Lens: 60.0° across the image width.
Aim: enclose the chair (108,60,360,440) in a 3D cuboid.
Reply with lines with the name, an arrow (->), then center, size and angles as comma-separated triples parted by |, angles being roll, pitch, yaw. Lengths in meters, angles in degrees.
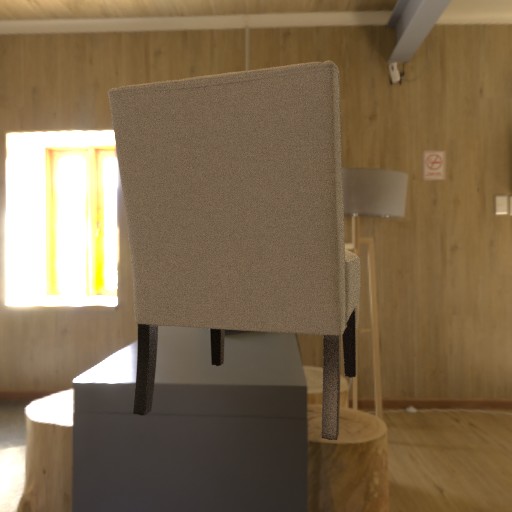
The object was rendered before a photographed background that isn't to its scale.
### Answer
chair -> 0.000, 0.000, 1.319 | 0.569, 0.853, 0.676 | 0, 1, 17
